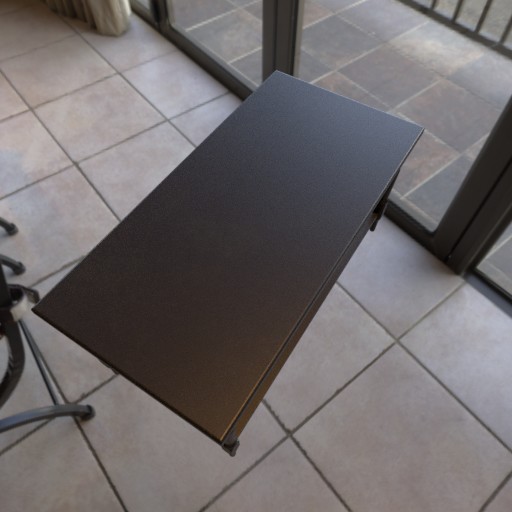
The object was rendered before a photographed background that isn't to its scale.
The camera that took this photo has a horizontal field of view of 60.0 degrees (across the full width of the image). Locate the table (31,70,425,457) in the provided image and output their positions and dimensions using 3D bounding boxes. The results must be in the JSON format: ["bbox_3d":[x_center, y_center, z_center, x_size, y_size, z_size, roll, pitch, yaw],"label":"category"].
[{"bbox_3d":[0.000,0.000,1.426,0.550,0.510,1.107,28,61,17],"label":"table"}]
